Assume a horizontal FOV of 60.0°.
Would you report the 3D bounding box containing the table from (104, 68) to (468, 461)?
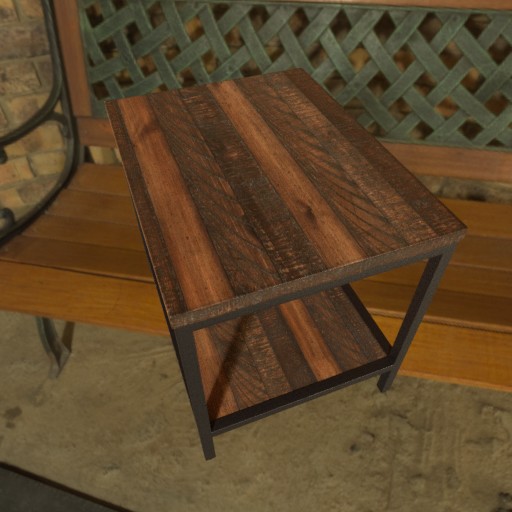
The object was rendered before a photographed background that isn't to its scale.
[{"bbox_3d":[0.000,0.000,1.137,0.524,0.612,0.678,-16,49,-14],"label":"table"}]
